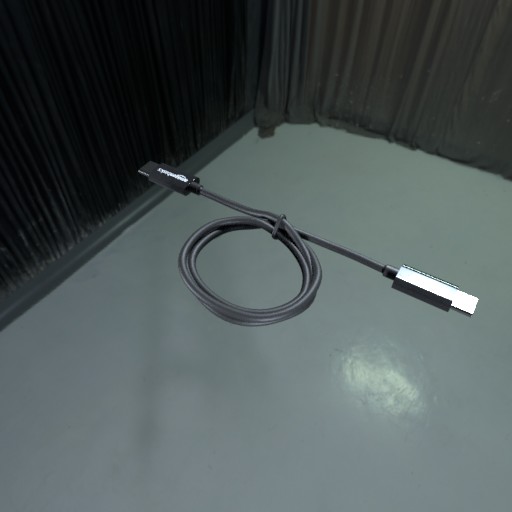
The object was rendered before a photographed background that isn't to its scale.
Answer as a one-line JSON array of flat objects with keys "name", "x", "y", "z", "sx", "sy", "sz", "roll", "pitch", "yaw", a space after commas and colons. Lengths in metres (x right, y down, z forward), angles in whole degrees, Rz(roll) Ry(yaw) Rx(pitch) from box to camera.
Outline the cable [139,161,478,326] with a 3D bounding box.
[{"name": "cable", "x": 0.000, "y": 0.000, "z": 0.204, "sx": 0.186, "sy": 0.014, "sz": 0.070, "roll": 25, "pitch": 52, "yaw": 21}]
